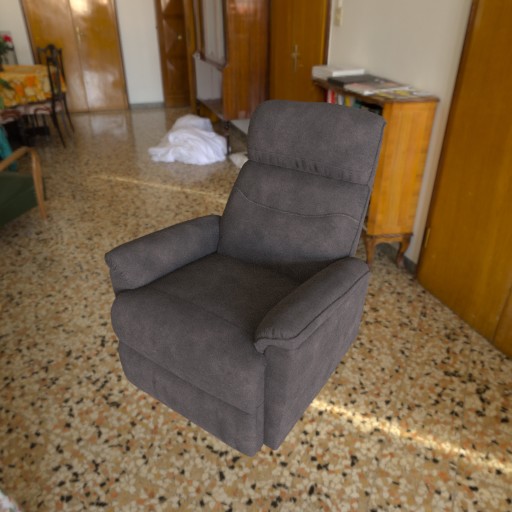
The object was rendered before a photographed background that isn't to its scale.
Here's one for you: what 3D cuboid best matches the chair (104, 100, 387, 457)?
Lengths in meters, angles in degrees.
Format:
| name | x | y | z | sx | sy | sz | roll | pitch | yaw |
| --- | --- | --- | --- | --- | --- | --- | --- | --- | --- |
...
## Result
| name | x | y | z | sx | sy | sz | roll | pitch | yaw |
| --- | --- | --- | --- | --- | --- | --- | --- | --- | --- |
| chair | 0.000 | 0.000 | 1.740 | 0.830 | 1.035 | 1.009 | 19 | 35 | 30 |
